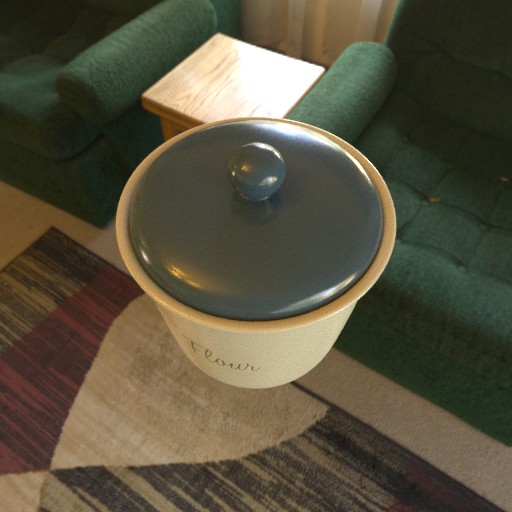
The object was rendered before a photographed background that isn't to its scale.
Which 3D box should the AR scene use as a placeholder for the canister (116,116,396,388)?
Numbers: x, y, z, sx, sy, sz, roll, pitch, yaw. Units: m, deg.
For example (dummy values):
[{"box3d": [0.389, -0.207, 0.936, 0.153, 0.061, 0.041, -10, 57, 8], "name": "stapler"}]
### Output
[{"box3d": [0.000, 0.000, 0.339, 0.182, 0.208, 0.182, 0, 55, 0], "name": "canister"}]
